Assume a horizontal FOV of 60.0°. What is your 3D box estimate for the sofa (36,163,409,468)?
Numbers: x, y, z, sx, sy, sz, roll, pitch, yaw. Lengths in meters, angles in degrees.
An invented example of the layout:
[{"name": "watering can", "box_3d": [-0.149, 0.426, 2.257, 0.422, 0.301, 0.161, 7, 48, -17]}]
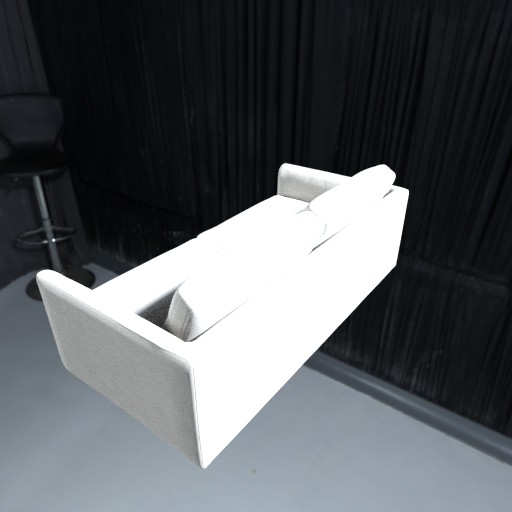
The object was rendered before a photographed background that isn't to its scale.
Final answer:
[{"name": "sofa", "box_3d": [0.000, 0.000, 2.796, 1.090, 0.838, 2.588, 20, 35, 32]}]
